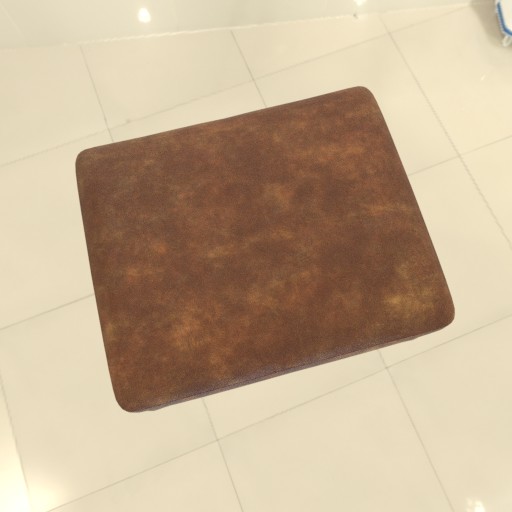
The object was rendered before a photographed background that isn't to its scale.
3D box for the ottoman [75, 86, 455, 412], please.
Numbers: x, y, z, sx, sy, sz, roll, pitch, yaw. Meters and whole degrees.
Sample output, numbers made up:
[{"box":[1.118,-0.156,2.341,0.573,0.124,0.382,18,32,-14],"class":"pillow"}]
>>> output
[{"box":[0.000,0.000,1.127,0.751,0.476,0.603,-14,75,-4],"class":"ottoman"}]
